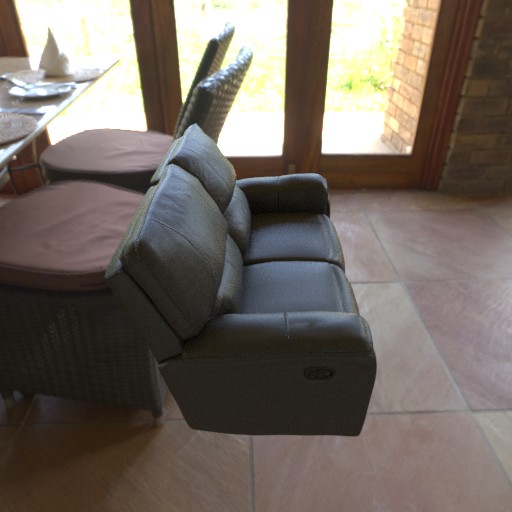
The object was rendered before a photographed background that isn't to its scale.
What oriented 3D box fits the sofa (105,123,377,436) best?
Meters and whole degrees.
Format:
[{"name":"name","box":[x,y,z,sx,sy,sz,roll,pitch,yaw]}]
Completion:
[{"name":"sofa","box":[0.000,0.000,2.495,1.104,1.111,1.765,1,32,1]}]
